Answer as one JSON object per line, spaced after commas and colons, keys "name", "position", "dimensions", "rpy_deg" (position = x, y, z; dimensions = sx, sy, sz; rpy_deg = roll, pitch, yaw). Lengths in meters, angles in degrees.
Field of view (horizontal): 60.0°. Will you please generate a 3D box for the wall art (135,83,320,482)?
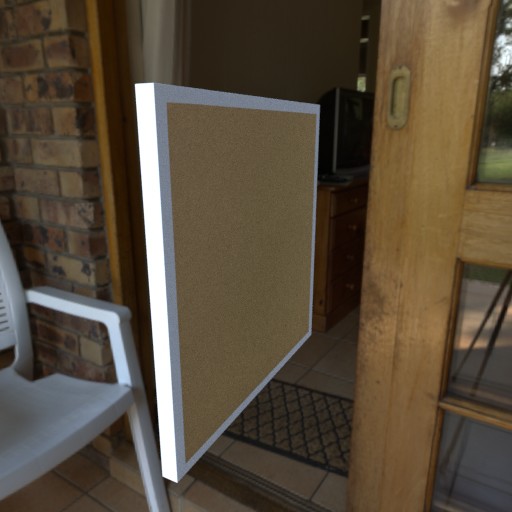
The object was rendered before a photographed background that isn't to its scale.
{"name": "wall art", "position": [0.000, 0.000, 1.130], "dimensions": [0.038, 0.761, 0.763], "rpy_deg": [8, 18, 26]}
